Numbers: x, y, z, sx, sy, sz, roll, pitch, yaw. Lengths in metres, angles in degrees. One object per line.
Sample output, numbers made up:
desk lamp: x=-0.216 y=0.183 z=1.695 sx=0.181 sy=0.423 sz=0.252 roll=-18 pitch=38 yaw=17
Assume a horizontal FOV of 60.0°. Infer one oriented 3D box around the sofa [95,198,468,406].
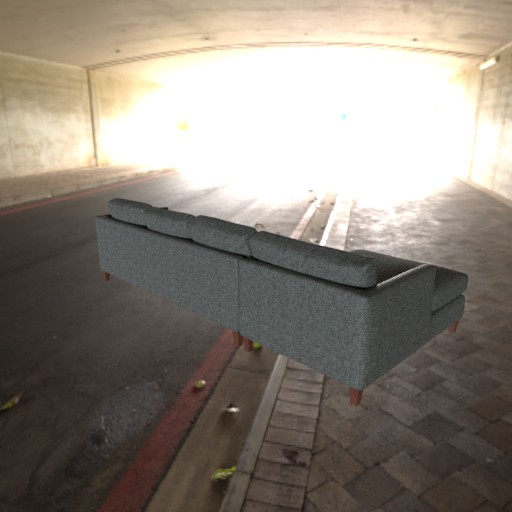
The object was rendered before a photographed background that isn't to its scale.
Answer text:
sofa: x=0.000 y=0.000 z=4.305 sx=1.635 sy=0.960 sz=3.485 roll=-15 pitch=22 yaw=-42
